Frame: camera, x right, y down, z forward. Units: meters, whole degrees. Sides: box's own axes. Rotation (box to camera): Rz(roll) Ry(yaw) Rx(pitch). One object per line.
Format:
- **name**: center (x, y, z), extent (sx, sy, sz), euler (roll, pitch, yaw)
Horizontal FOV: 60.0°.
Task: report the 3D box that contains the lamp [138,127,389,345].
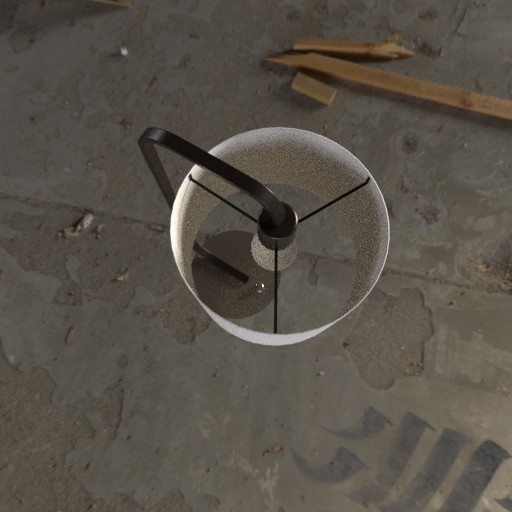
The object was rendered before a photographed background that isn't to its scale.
- **lamp**: center (0.000, 0.000, 0.640), extent (0.288, 0.473, 0.230), euler (31, 77, 8)
